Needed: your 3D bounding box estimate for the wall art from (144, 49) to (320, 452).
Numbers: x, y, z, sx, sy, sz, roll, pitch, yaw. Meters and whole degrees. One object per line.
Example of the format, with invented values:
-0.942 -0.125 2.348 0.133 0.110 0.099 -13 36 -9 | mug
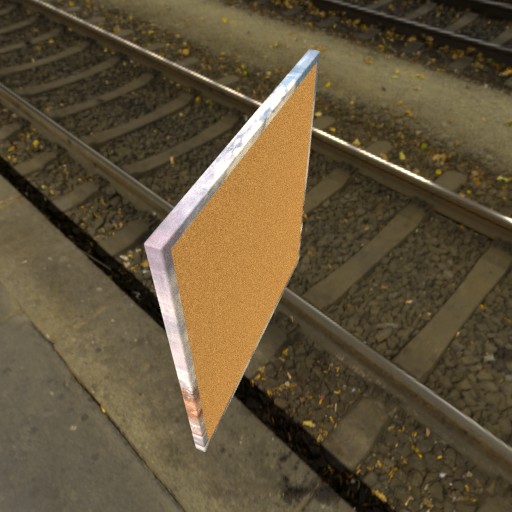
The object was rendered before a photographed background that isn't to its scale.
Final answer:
0.000 0.000 1.342 0.035 0.897 0.888 17 48 16 | wall art
